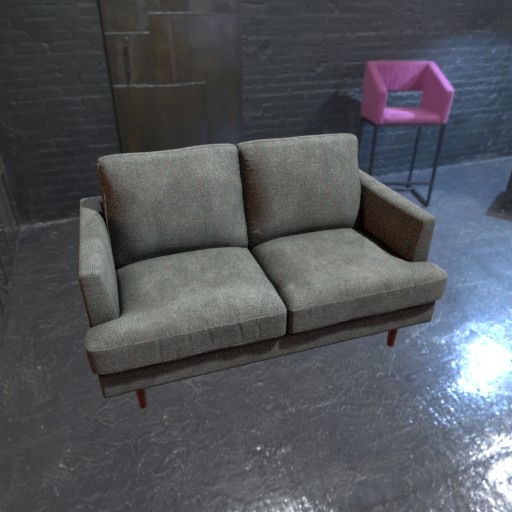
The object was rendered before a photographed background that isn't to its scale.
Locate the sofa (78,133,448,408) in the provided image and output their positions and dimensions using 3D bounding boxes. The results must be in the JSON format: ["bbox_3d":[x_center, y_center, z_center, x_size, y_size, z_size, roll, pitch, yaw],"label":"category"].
[{"bbox_3d":[0.000,0.000,2.148,1.582,0.956,0.903,-10,32,-16],"label":"sofa"}]
